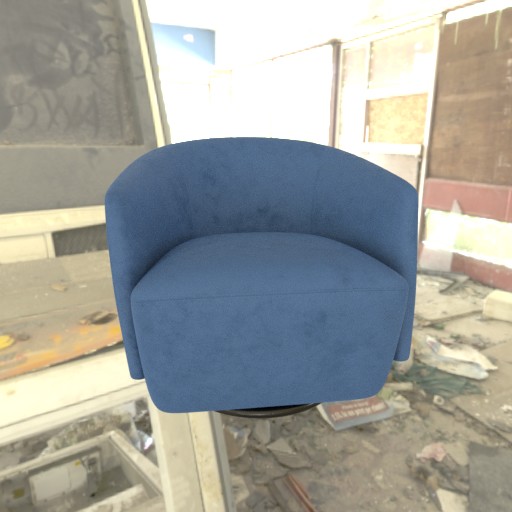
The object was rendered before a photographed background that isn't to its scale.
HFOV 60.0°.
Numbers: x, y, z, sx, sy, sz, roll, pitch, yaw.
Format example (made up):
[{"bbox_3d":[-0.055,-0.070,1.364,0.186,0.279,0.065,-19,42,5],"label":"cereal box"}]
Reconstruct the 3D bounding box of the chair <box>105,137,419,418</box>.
[{"bbox_3d":[0.000,0.000,1.351,0.773,0.698,0.767,-2,16,-7],"label":"chair"}]
